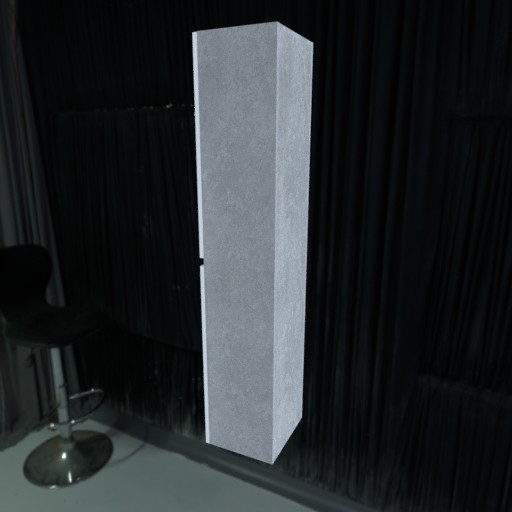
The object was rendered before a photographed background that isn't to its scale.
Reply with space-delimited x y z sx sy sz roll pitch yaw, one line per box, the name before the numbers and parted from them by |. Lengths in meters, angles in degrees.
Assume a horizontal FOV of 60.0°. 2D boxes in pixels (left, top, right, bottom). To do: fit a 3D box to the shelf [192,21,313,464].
shelf | 0.000 0.000 1.552 0.270 1.400 0.300 7 16 25
